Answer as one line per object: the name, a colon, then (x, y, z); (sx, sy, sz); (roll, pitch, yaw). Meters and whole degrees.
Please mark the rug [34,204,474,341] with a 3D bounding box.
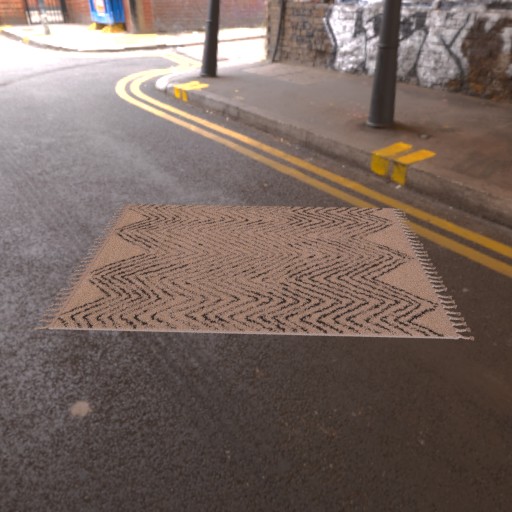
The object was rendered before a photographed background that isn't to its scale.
rug: (0.000, 0.000, 2.345); (1.847, 0.014, 1.230); (1, 32, 2)
